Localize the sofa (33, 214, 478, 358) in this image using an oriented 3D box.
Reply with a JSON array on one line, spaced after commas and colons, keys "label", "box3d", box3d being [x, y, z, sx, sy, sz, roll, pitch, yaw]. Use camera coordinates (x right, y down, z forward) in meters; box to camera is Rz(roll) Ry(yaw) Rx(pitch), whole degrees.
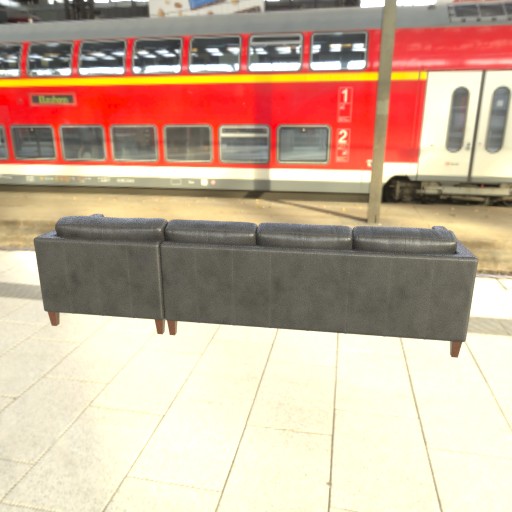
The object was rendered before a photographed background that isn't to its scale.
[{"label": "sofa", "box3d": [0.000, 0.000, 3.957, 3.203, 0.883, 1.581, 3, 17, 9]}]
